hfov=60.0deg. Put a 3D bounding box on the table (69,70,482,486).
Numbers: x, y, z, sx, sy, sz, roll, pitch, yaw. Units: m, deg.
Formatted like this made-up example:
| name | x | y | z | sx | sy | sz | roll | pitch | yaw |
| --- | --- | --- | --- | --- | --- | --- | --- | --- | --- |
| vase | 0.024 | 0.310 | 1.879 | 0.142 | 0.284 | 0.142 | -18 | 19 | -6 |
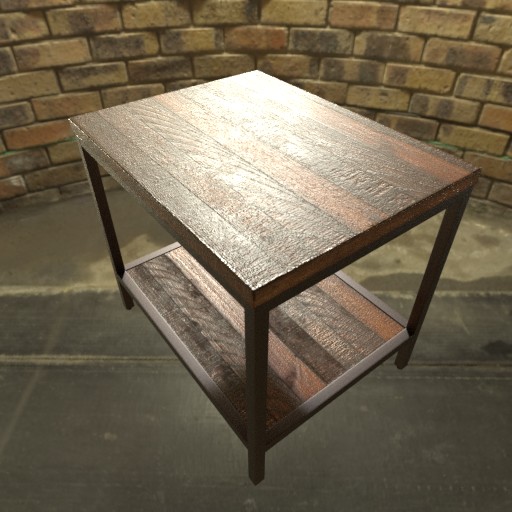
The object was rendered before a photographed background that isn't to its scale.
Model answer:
| name | x | y | z | sx | sy | sz | roll | pitch | yaw |
| --- | --- | --- | --- | --- | --- | --- | --- | --- | --- |
| table | 0.000 | 0.000 | 1.091 | 0.524 | 0.612 | 0.678 | -26 | 47 | -27 |
